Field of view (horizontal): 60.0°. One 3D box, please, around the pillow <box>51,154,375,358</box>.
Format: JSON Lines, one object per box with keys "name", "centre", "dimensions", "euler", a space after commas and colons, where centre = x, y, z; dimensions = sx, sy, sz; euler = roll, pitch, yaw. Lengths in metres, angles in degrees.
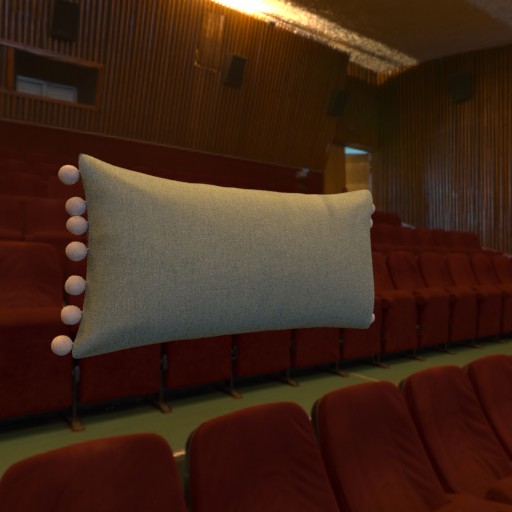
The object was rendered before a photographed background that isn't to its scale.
{"name": "pillow", "centre": [0.000, 0.000, 0.841], "dimensions": [0.709, 0.322, 0.201], "euler": [1, -2, -35]}
